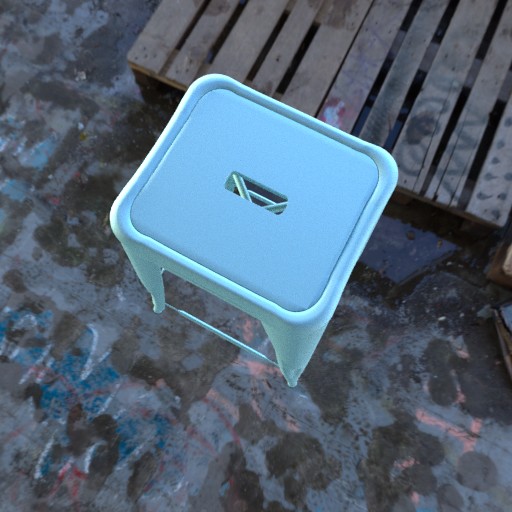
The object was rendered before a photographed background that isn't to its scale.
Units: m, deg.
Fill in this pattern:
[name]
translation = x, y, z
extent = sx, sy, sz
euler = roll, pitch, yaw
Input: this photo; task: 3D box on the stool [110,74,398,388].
[stool]
translation = 0.000, 0.000, 0.826
extent = 0.399, 0.609, 0.359
euler = 27, 77, 7
